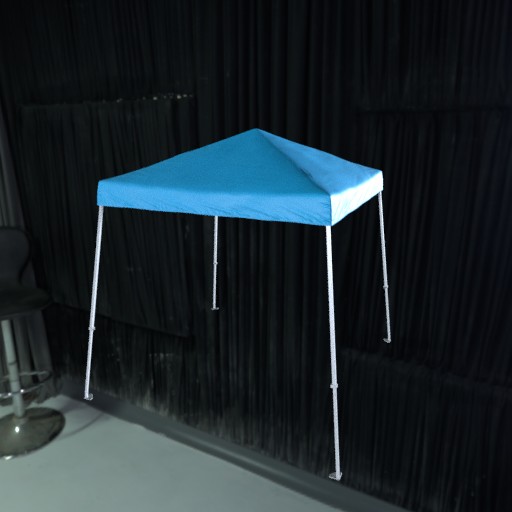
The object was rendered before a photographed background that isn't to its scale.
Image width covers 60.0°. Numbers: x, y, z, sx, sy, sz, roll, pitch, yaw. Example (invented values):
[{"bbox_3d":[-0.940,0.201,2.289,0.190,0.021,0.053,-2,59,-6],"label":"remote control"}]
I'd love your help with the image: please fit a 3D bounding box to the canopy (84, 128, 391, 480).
[{"bbox_3d":[0.000,0.000,5.153,2.848,2.849,2.849,7,17,24],"label":"canopy"}]
